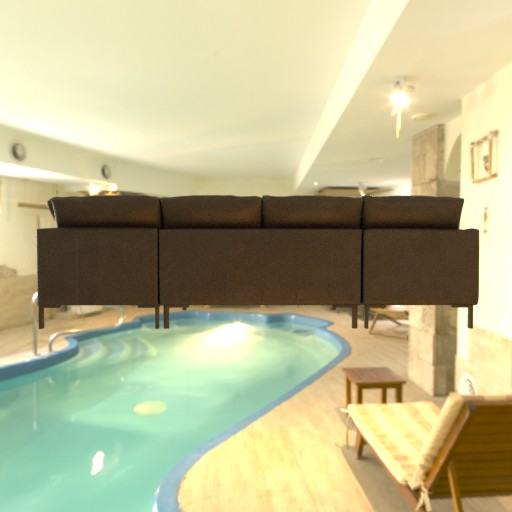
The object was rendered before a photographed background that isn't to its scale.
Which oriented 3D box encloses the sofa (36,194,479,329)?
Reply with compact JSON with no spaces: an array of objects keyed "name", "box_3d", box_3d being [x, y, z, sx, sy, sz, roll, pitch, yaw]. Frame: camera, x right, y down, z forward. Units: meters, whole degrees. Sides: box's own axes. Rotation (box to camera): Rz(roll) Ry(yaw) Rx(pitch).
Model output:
[{"name":"sofa","box_3d":[0.000,0.000,3.861,2.956,0.900,1.939,0,2,0]}]
